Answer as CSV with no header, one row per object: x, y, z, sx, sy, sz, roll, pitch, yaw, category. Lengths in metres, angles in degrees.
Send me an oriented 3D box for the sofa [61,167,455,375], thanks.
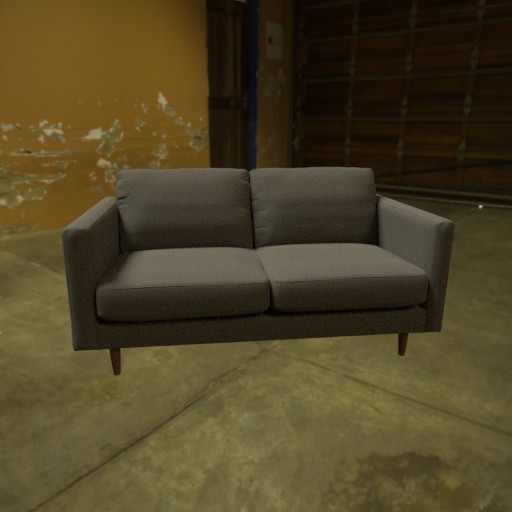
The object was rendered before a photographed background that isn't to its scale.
0.000,0.000,2.334,1.713,0.866,0.940,-2,16,-7,sofa
